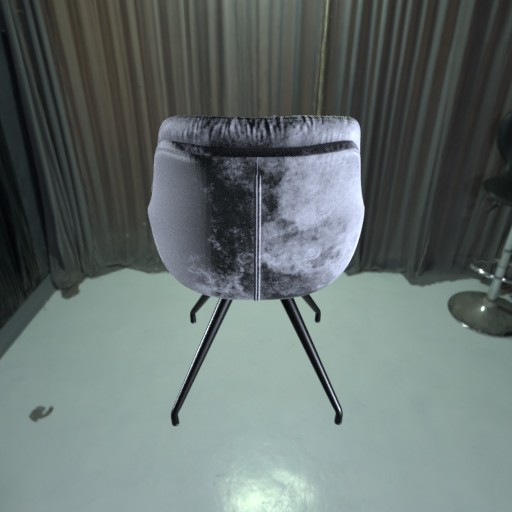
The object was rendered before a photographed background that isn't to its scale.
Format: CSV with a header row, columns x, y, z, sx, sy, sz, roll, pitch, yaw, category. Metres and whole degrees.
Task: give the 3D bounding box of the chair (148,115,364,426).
x,y,z,sx,sy,sz,roll,pitch,yaw,category
0.000,0.000,1.261,0.579,0.888,0.569,0,31,0,chair
